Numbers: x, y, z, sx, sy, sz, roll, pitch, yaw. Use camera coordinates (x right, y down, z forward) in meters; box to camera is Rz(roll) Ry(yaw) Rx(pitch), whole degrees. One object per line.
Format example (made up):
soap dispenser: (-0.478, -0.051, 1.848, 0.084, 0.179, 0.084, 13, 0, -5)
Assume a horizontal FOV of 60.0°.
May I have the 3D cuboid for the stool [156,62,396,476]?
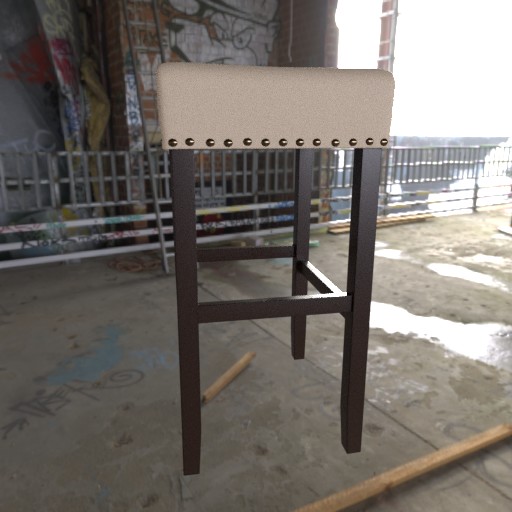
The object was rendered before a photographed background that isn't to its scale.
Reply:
stool: (0.000, 0.000, 1.021, 0.401, 0.762, 0.471, -3, 15, -10)
